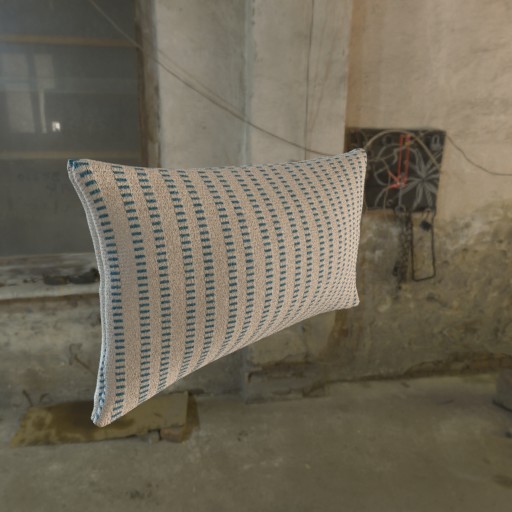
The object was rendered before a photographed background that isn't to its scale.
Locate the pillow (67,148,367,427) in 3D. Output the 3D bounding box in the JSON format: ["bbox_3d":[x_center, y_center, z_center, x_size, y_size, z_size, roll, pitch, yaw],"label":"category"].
[{"bbox_3d":[0.000,0.000,0.771,0.210,0.353,0.640,15,21,43],"label":"pillow"}]
